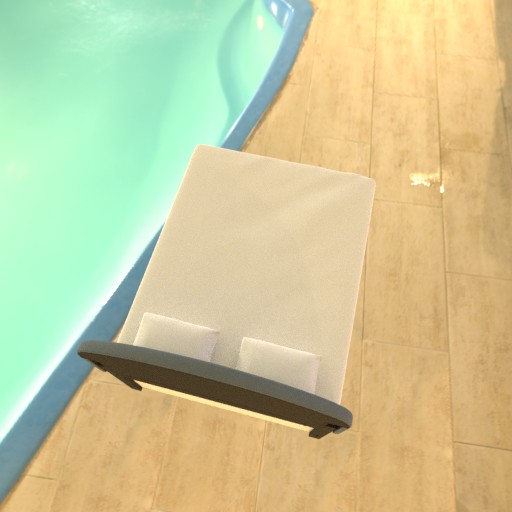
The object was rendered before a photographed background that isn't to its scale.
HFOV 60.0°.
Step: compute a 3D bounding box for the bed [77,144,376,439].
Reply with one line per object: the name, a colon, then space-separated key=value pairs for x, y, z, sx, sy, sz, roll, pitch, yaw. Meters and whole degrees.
bed: x=0.000 y=0.000 z=3.095 sx=1.607 sy=1.410 sz=2.005 roll=13 pitch=64 yaw=6
